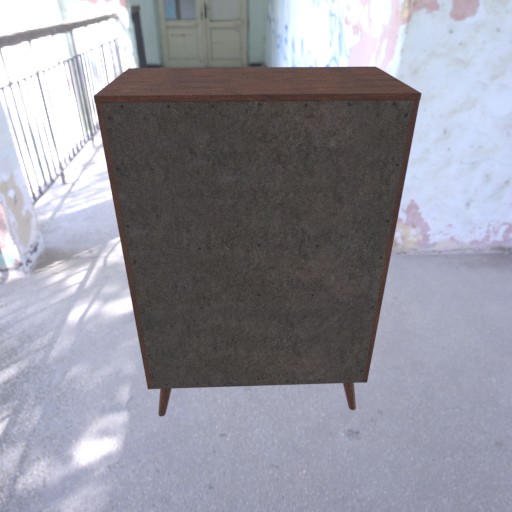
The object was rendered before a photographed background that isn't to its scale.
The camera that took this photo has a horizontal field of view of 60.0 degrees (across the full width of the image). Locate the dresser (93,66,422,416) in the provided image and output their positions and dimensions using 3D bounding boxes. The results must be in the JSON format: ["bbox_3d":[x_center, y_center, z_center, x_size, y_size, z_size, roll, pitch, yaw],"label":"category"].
[{"bbox_3d":[0.000,0.000,1.809,0.919,1.365,0.498,-1,32,-2],"label":"dresser"}]
